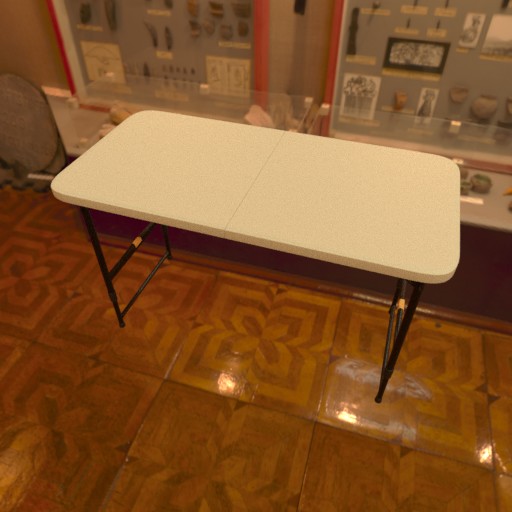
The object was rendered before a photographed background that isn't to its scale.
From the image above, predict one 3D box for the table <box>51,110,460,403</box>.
[{"bbox_3d":[0.000,0.000,1.675,1.245,0.737,0.611,13,44,14],"label":"table"}]
